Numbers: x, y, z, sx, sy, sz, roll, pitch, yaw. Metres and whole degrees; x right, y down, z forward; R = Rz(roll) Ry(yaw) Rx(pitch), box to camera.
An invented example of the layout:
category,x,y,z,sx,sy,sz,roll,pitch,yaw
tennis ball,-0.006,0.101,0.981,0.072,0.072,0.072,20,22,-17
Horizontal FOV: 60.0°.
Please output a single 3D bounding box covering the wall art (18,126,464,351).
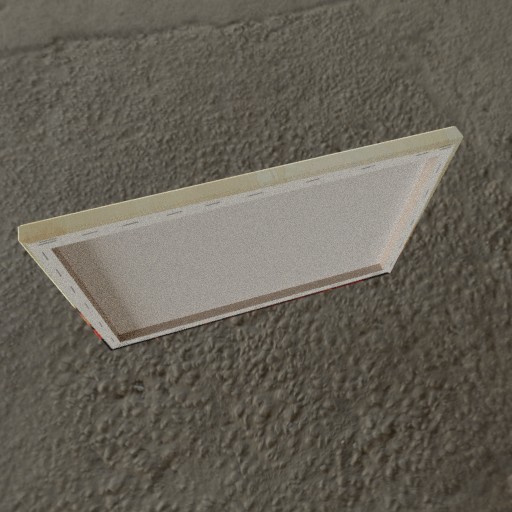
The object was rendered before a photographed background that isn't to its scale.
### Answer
category,x,y,z,sx,sy,sz,roll,pitch,yaw
wall art,0.000,0.000,1.143,0.918,0.602,0.038,-14,60,-9
